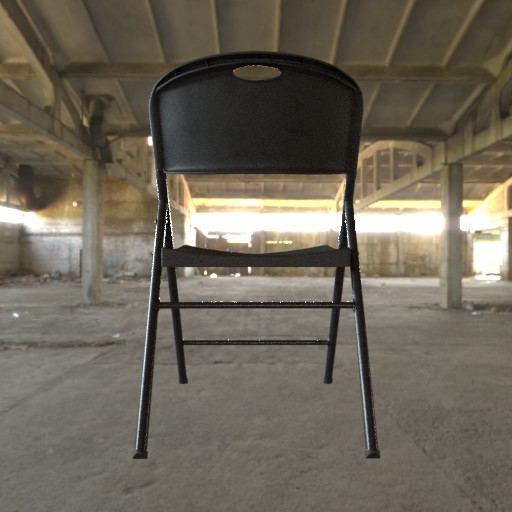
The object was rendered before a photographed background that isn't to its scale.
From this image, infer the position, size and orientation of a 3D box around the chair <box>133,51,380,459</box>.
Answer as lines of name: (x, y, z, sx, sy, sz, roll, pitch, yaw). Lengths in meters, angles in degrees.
chair: (0.000, 0.000, 1.146, 0.494, 0.810, 0.567, 0, 0, 0)
